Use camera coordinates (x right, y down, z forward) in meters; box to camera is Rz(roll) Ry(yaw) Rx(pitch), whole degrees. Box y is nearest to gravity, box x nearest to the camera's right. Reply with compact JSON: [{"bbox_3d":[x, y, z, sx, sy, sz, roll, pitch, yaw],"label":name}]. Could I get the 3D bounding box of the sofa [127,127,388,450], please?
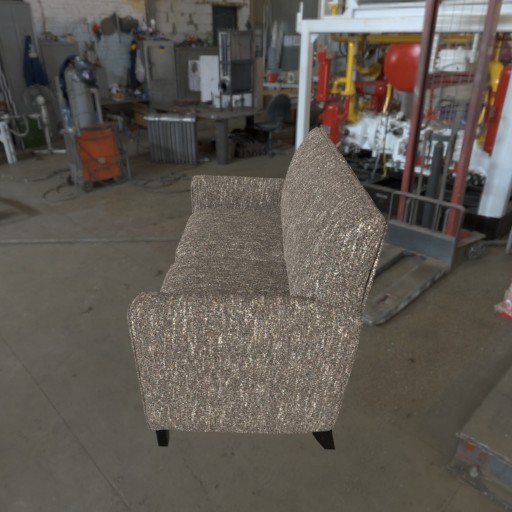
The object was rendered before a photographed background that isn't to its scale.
[{"bbox_3d":[0.000,0.000,2.102,0.801,0.946,1.519,0,26,1],"label":"sofa"}]
